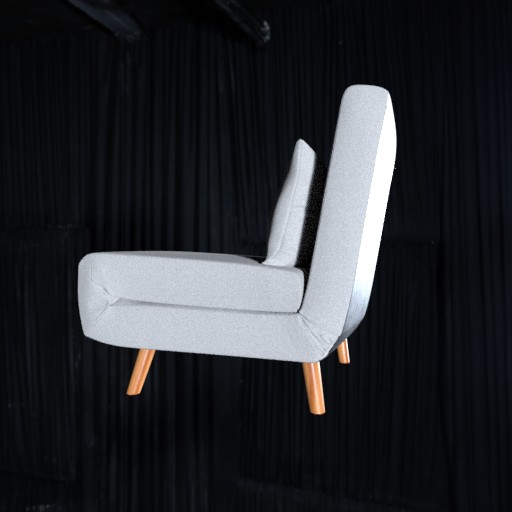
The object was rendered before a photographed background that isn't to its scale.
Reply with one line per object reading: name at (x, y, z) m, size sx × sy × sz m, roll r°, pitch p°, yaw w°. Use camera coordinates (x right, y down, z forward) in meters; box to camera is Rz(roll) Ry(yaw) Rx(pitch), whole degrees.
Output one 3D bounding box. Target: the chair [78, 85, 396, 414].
chair at (0.000, 0.000, 1.497) m, size 0.902 × 0.808 × 0.770 m, roll 0°, pitch 0°, yaw 18°
